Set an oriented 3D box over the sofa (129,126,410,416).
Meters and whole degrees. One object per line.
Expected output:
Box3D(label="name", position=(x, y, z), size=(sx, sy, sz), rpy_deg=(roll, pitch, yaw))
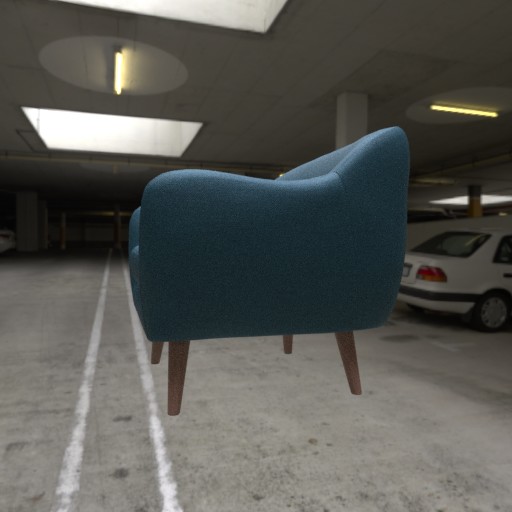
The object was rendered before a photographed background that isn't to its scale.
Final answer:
Box3D(label="sofa", position=(0.000, 0.000, 1.510), size=(0.825, 0.817, 0.836), rpy_deg=(0, 1, -18))
